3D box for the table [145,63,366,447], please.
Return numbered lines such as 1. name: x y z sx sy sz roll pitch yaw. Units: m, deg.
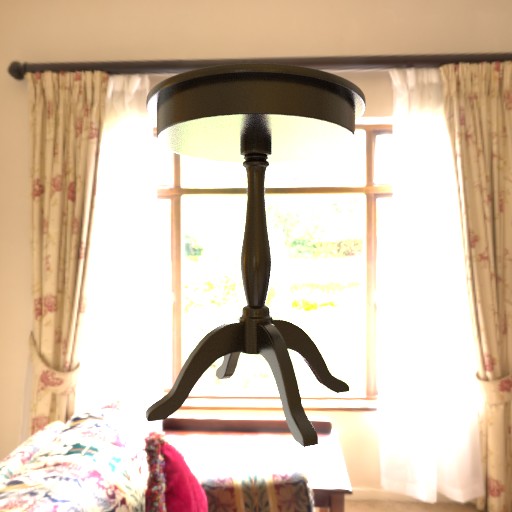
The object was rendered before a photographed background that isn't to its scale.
1. table: 0.000 0.000 0.997 0.481 0.665 0.481 0 1 0
